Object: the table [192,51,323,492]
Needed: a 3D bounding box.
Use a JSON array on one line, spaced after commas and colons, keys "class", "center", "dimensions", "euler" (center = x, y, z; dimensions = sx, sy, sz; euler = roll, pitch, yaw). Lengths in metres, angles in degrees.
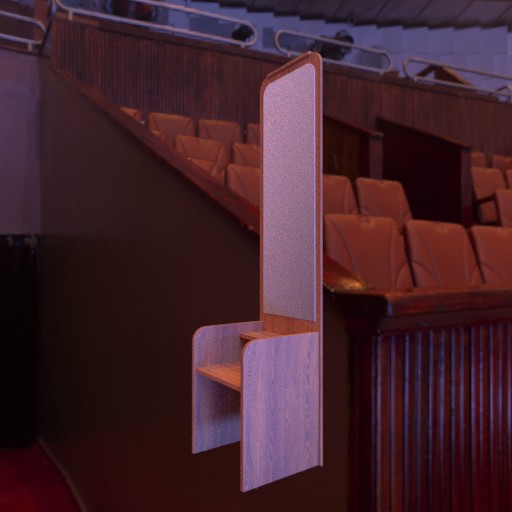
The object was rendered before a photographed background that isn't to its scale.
[{"class": "table", "center": [0.000, 0.000, 1.999], "dimensions": [0.420, 1.830, 0.450], "euler": [0, 0, -35]}]
